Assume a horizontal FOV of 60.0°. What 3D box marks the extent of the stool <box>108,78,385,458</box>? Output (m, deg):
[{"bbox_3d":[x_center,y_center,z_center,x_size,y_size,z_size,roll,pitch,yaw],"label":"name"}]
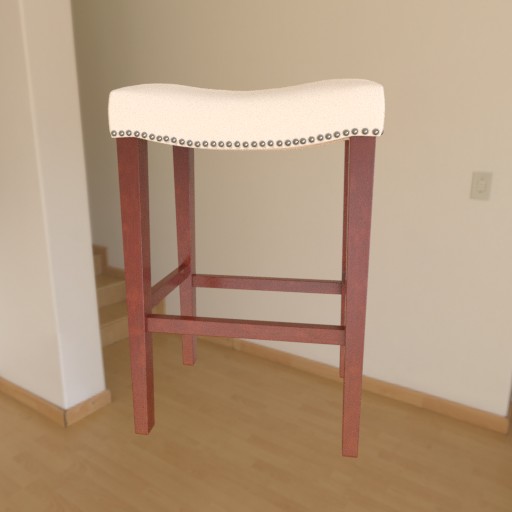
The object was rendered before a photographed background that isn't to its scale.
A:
[{"bbox_3d":[0.000,0.000,1.026,0.504,0.742,0.372,2,14,9],"label":"stool"}]
